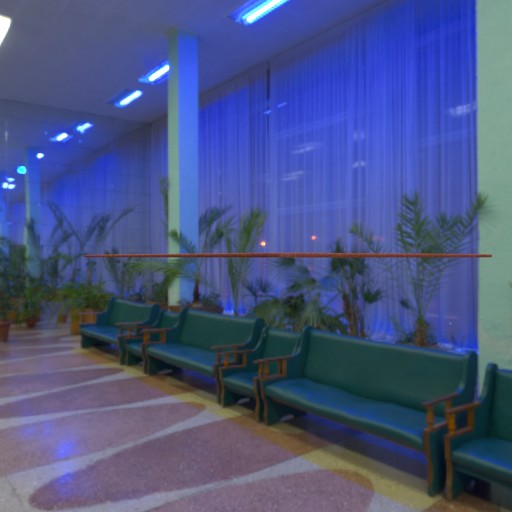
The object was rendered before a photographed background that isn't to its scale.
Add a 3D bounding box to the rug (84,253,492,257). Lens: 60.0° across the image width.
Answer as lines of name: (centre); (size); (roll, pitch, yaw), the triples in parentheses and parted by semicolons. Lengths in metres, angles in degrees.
rug: (0.000, 0.000, 2.308); (1.219, 0.014, 1.829); (0, 0, -37)
